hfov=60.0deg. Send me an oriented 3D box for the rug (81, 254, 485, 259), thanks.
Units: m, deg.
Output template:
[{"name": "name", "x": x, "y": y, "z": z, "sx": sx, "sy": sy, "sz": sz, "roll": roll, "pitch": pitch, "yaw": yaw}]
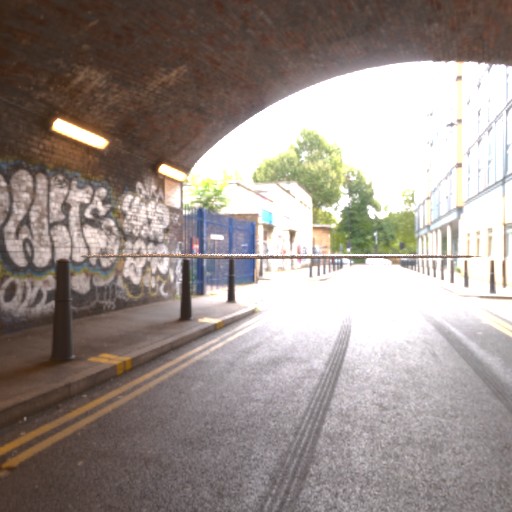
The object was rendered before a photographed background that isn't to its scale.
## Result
[{"name": "rug", "x": 0.000, "y": 0.000, "z": 4.882, "sx": 2.892, "sy": 0.036, "sz": 3.585, "roll": 0, "pitch": 0, "yaw": -35}]
